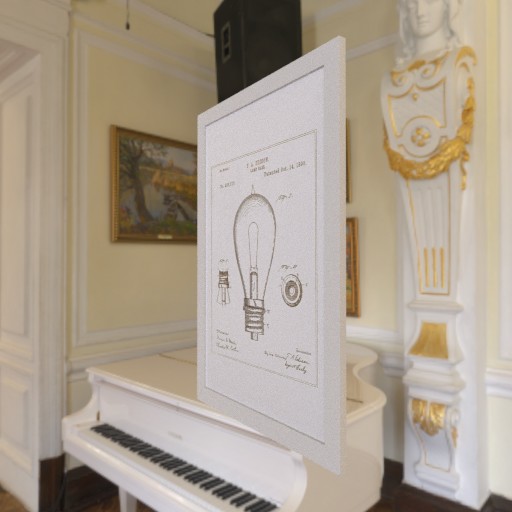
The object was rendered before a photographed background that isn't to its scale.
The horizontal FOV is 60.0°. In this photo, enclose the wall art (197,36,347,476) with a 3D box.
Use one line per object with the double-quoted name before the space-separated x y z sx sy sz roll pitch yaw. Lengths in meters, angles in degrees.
"wall art" 0.000 0.000 0.612 0.010 0.474 0.325 0 -1 -35
